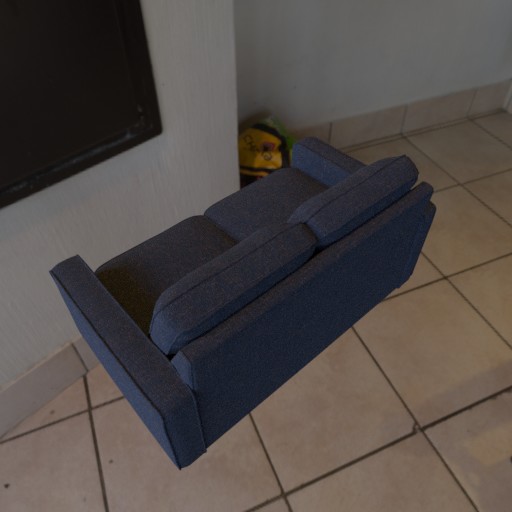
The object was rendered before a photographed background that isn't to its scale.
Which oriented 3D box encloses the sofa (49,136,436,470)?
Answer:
[{"bbox_3d":[0.000,0.000,2.232,1.709,0.918,0.947,-33,54,-27],"label":"sofa"}]
